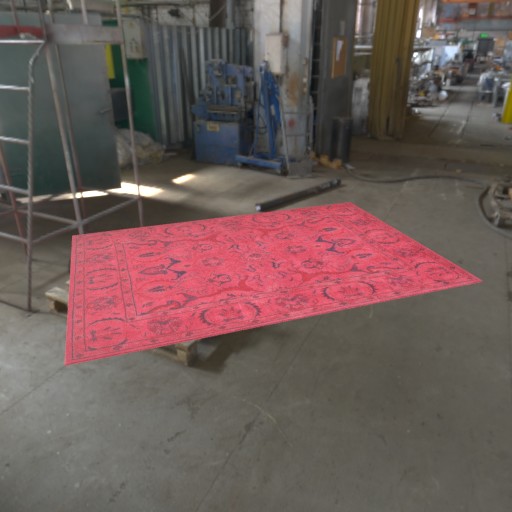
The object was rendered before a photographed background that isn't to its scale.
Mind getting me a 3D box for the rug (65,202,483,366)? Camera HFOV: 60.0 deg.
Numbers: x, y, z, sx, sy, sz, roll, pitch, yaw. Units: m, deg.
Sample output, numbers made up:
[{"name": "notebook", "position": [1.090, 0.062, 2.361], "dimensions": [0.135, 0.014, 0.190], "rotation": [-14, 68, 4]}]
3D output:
[{"name": "rug", "position": [0.000, 0.000, 2.305], "dimensions": [1.814, 0.008, 1.209], "rotation": [-9, 27, -17]}]
